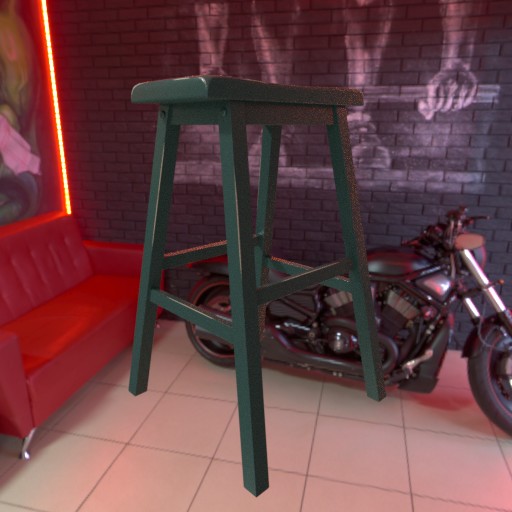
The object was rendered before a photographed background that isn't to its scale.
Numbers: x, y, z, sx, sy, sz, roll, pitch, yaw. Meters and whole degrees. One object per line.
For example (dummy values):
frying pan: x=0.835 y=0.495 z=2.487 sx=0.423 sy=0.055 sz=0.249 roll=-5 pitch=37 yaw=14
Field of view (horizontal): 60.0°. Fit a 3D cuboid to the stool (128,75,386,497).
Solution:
stool: x=0.000 y=0.000 z=1.029 sx=0.457 sy=0.737 sz=0.476 roll=-15 pitch=22 yaw=-42
